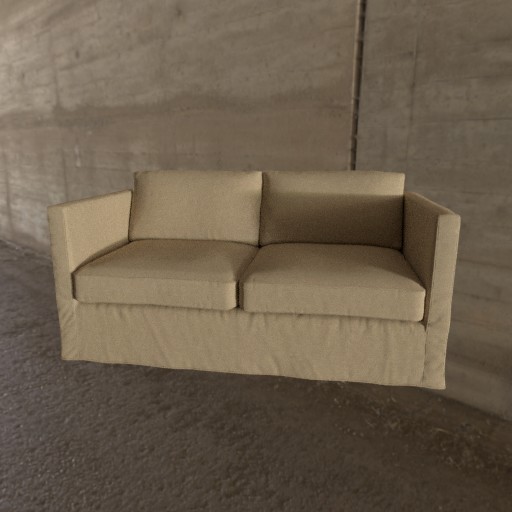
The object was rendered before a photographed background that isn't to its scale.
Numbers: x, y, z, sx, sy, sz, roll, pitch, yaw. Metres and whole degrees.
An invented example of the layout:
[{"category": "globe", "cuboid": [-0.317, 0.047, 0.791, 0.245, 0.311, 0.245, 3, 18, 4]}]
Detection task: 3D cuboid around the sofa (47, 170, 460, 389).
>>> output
[{"category": "sofa", "cuboid": [0.000, 0.000, 2.263, 1.719, 0.835, 0.962, 2, 14, 9]}]
